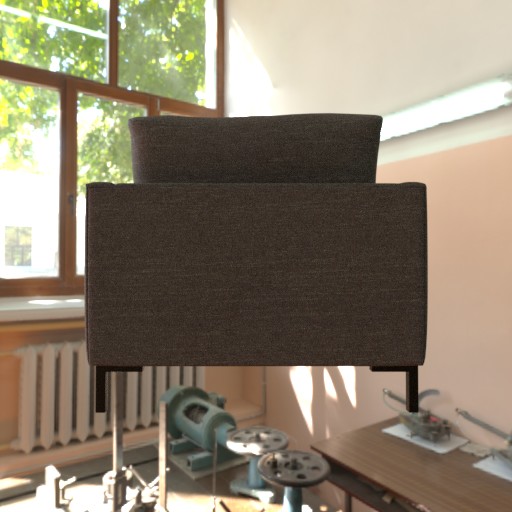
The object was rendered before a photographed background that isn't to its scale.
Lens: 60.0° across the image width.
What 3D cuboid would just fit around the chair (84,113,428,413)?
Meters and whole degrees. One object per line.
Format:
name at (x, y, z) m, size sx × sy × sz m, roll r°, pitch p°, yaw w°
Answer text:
chair at (0.000, 0.000, 1.583) m, size 0.940 × 0.841 × 0.845 m, roll 0°, pitch -1°, yaw 0°
